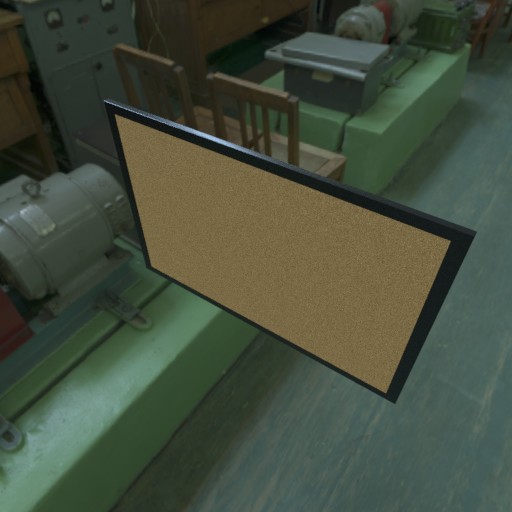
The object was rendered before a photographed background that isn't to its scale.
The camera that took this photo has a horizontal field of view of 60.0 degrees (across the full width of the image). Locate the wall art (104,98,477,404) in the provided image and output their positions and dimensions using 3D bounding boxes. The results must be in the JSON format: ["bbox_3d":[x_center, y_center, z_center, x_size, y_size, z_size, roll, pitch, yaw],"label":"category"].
[{"bbox_3d":[0.000,0.000,1.042,0.819,0.552,0.015,25,50,23],"label":"wall art"}]
